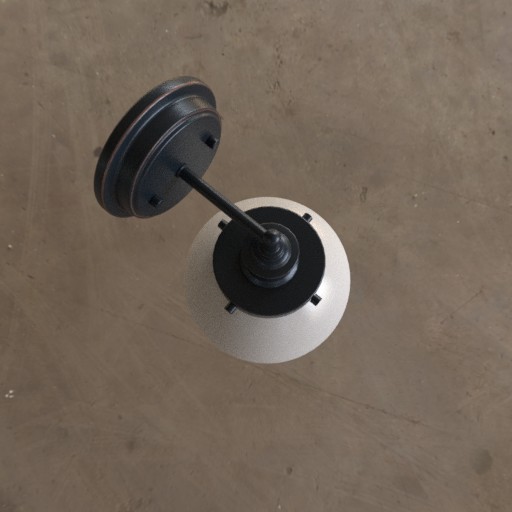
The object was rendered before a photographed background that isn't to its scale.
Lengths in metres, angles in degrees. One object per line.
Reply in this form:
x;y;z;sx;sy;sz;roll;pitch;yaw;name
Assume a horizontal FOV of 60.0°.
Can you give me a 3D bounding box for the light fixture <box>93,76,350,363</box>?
0.000;0.000;0.464;0.230;0.332;0.197;39;79;9;light fixture
